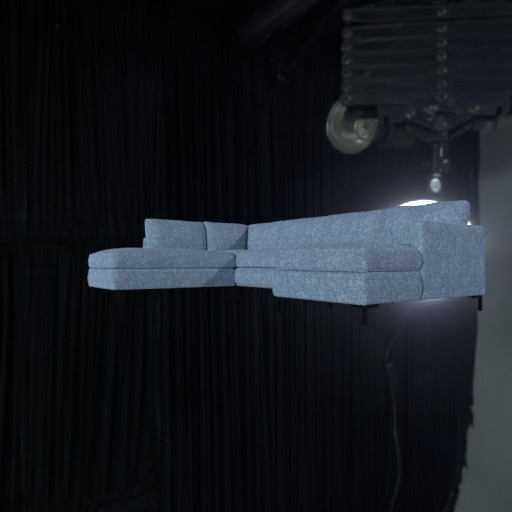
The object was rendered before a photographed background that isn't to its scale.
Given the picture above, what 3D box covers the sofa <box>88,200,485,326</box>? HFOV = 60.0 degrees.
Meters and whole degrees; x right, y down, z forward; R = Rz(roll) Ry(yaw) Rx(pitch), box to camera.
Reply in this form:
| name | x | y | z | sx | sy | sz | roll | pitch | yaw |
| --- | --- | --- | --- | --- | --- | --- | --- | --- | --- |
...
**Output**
| name | x | y | z | sx | sy | sz | roll | pitch | yaw |
| --- | --- | --- | --- | --- | --- | --- | --- | --- | --- |
| sofa | 0.000 | 0.000 | 3.508 | 1.879 | 0.756 | 2.737 | 1 | -1 | -36 |
